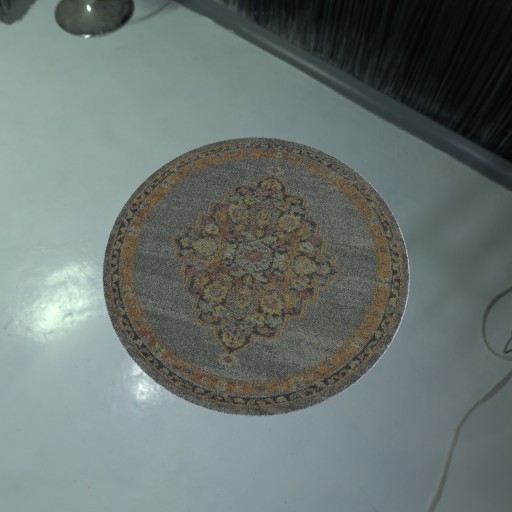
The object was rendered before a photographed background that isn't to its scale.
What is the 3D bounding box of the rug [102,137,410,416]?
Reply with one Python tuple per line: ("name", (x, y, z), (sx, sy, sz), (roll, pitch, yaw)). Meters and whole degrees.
("rug", (0.000, 0.000, 2.333), (1.598, 0.010, 1.598), (0, 64, 0))
